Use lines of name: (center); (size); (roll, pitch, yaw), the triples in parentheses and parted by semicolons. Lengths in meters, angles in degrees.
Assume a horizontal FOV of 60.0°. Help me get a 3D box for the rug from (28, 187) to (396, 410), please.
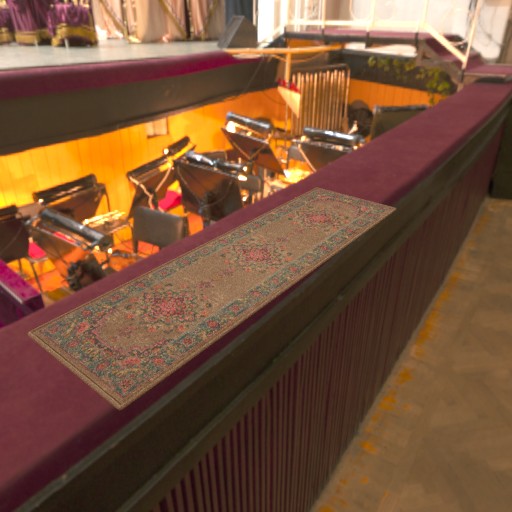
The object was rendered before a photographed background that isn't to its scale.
rug: (0.000, 0.000, 2.491); (0.659, 0.019, 2.297); (22, 36, 34)
